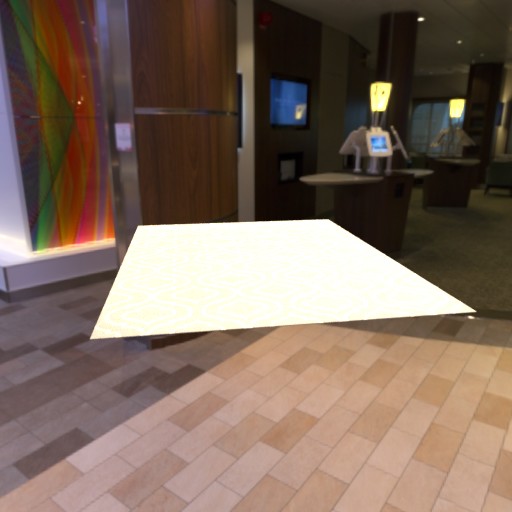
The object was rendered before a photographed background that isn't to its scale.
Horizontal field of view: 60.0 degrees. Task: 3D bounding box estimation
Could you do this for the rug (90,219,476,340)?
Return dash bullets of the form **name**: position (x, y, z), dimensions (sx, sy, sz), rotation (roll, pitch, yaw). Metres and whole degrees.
- **rug**: position (0.000, 0.000, 3.930), dimensions (2.283, 0.006, 2.892), rotation (-3, 16, -9)
